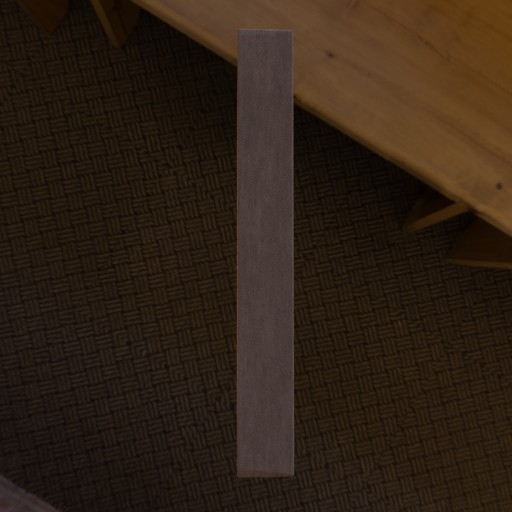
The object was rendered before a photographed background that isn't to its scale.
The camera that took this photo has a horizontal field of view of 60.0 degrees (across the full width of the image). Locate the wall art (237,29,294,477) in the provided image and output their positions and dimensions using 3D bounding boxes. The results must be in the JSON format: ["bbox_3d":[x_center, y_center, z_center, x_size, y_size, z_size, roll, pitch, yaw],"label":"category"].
[{"bbox_3d":[0.000,0.000,0.450,0.038,0.302,0.303,0,89,-2],"label":"wall art"}]
